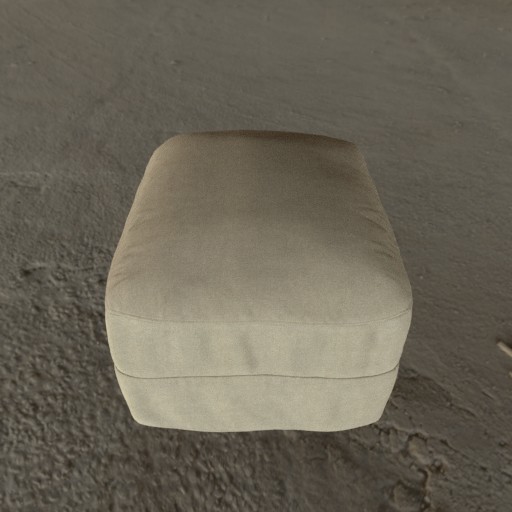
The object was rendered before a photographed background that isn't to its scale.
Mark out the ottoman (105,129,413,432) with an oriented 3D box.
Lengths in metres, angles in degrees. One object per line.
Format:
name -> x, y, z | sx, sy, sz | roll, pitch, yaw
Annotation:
ottoman -> 0.000, 0.000, 1.091 | 0.584, 0.480, 0.712 | 0, 41, 0
